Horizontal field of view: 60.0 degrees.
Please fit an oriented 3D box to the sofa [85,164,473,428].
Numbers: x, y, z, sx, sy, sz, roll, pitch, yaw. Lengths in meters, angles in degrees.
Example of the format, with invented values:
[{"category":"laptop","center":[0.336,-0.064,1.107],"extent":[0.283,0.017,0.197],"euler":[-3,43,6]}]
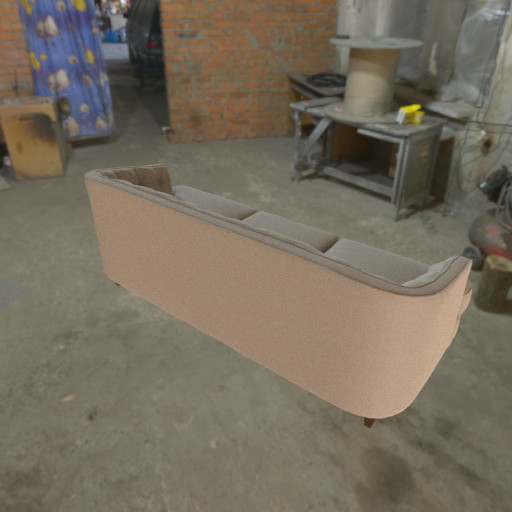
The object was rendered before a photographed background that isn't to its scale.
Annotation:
[{"category":"sofa","center":[0.000,0.000,2.677],"extent":[2.278,0.855,0.941],"euler":[22,37,32]}]
